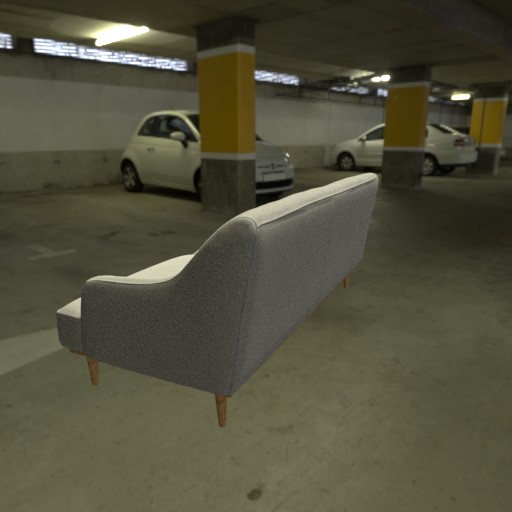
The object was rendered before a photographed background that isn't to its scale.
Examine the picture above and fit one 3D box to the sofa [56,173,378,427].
[{"bbox_3d":[0.000,0.000,2.579,0.978,0.871,2.057,7,17,25],"label":"sofa"}]
